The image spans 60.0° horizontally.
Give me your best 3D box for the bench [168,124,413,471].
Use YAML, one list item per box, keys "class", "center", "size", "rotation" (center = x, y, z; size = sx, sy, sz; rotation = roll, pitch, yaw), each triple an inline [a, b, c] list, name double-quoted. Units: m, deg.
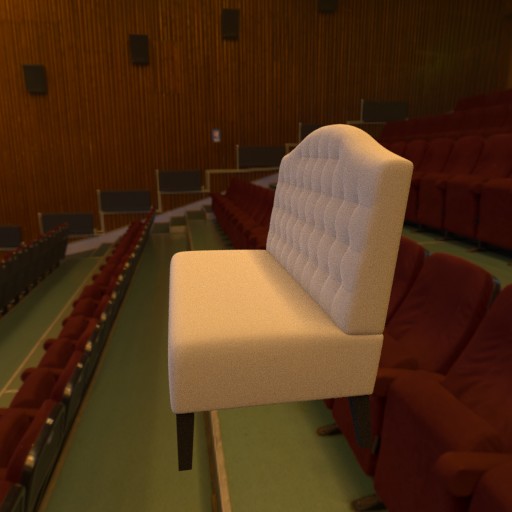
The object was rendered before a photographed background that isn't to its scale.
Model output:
- class: "bench"
  center: [0.000, 0.000, 2.067]
  size: [0.815, 1.180, 1.335]
  rotation: [-2, 14, -10]
